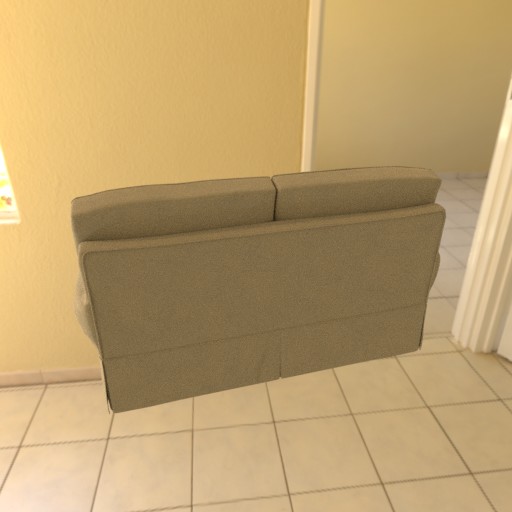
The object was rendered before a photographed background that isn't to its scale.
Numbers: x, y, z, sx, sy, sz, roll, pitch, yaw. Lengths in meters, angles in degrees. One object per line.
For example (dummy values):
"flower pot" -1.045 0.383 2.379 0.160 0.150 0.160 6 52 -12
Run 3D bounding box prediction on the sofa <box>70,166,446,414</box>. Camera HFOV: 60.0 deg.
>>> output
"sofa" 0.000 0.000 2.383 1.823 1.024 0.841 -7 27 -15
